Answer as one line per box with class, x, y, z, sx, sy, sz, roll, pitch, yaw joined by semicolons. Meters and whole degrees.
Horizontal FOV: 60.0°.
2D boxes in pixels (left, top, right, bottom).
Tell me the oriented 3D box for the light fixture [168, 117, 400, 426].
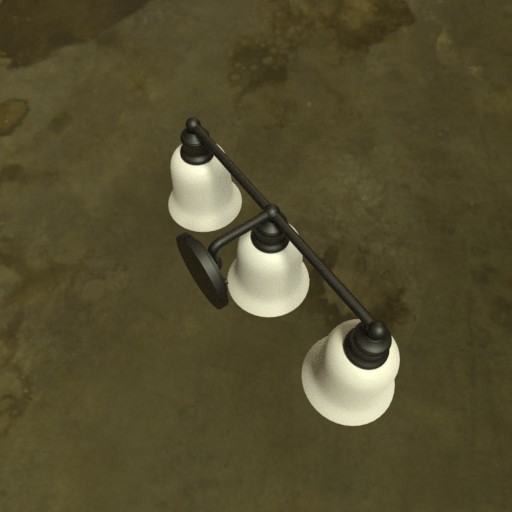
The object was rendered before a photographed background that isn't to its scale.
light fixture;0.000;0.000;0.688;0.198;0.211;0.570;-31;64;-17
